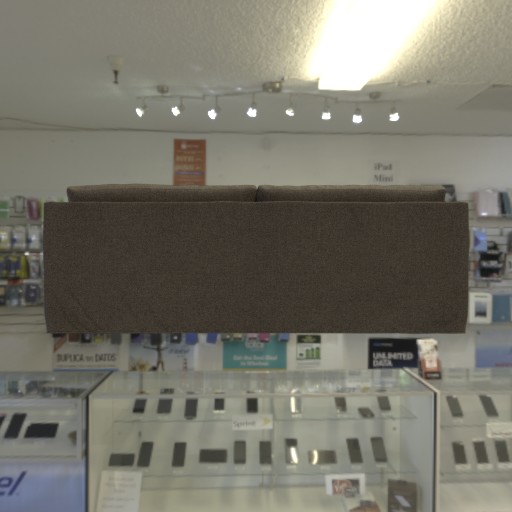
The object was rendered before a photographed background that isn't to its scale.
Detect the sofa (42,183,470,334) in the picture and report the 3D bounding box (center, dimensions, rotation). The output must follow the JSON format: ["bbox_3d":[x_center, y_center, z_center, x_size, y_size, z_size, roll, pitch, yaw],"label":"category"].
[{"bbox_3d":[0.000,0.000,3.345,2.779,0.998,1.036,0,0,0],"label":"sofa"}]
